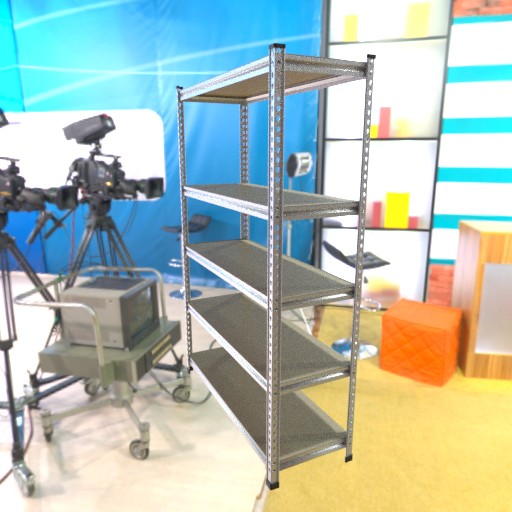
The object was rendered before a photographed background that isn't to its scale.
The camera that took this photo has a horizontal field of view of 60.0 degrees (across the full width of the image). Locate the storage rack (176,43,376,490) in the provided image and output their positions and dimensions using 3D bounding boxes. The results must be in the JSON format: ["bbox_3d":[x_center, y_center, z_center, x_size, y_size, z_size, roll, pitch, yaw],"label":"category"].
[{"bbox_3d":[0.000,0.000,2.377,0.457,1.829,1.219,-7,15,-25],"label":"storage rack"}]
